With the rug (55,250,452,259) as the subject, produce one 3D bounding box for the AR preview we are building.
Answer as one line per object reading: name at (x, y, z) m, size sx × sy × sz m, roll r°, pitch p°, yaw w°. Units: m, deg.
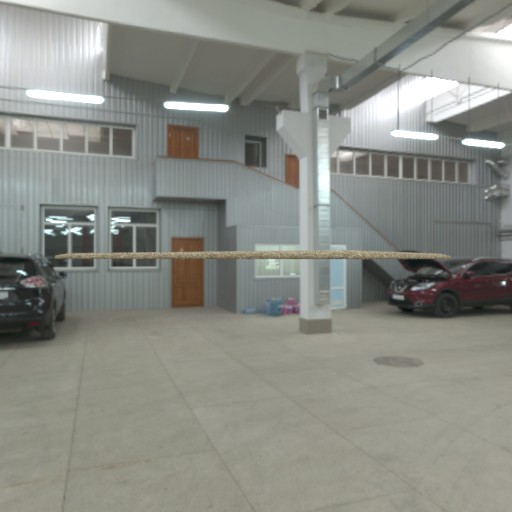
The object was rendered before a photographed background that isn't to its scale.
rug at (0.000, 0.000, 3.943) m, size 2.873 × 0.050 × 2.242 m, roll 0°, pitch 0°, yaw 35°
